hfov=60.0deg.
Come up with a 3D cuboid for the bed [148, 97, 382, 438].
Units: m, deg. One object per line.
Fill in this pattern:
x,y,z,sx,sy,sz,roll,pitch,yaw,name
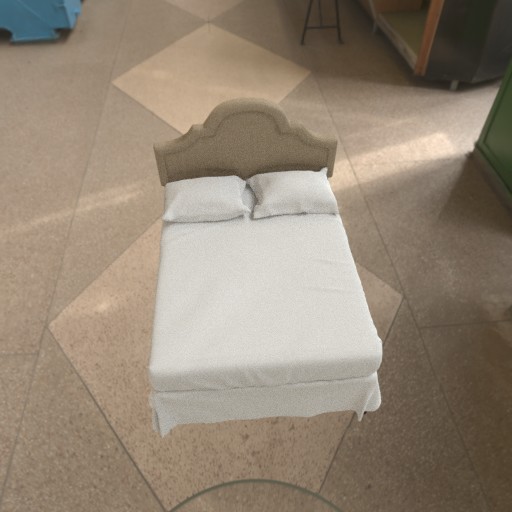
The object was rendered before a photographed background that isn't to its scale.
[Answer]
0.000,0.000,3.481,1.780,1.634,2.222,-3,48,-3,bed
